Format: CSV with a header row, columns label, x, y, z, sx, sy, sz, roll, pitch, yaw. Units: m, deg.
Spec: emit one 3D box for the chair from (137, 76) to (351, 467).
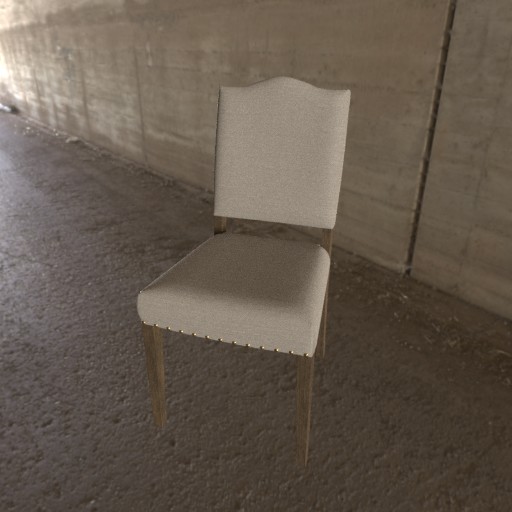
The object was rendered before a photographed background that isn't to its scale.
label,x,y,z,sx,sy,sz,roll,pitch,yaw
chair,0.000,0.000,1.396,0.508,1.020,0.620,8,27,16
